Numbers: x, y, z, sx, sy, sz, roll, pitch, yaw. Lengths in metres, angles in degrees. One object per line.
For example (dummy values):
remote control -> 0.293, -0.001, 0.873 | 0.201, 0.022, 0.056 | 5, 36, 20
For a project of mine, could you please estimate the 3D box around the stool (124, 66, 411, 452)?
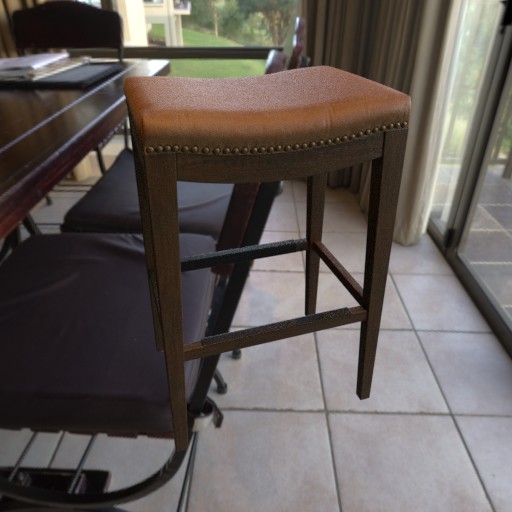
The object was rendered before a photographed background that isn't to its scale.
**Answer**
stool -> 0.000, 0.000, 1.025 | 0.500, 0.759, 0.361 | -10, 33, -15
